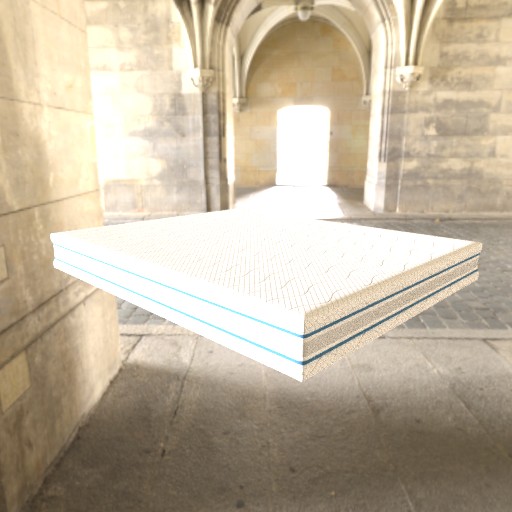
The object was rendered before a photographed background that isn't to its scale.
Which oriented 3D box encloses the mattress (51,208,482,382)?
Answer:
[{"bbox_3d":[0.000,0.000,2.637,2.000,0.230,1.600,13,19,43],"label":"mattress"}]
